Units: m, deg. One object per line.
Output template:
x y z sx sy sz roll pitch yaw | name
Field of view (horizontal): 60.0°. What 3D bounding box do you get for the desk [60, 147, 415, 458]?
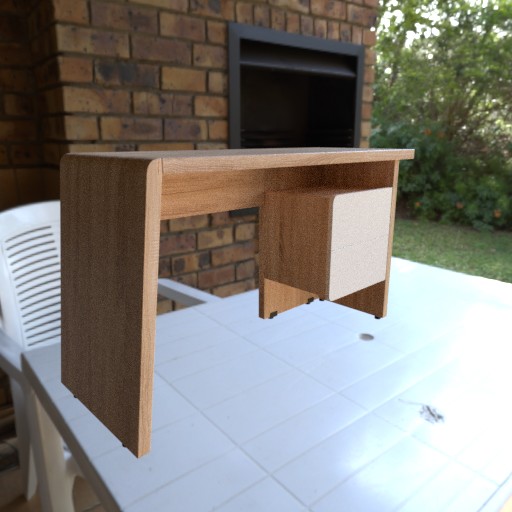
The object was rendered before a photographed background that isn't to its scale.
0.000 0.000 1.627 1.300 0.750 0.500 -14 20 -42 | desk
